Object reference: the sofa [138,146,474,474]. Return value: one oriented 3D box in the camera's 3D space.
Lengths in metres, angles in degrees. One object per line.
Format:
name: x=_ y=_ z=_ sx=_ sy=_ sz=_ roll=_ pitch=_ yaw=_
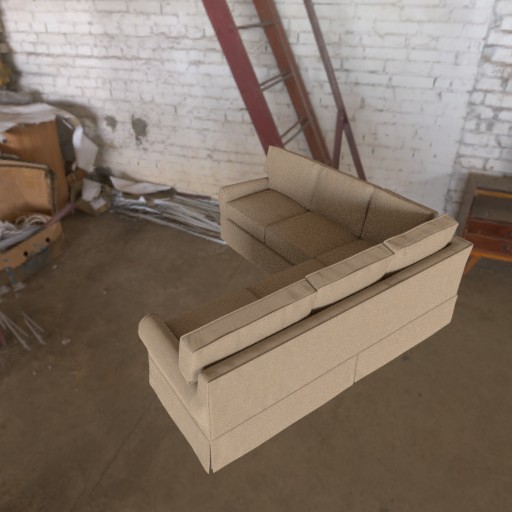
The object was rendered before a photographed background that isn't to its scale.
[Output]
sofa: x=0.000 y=0.000 z=4.262 sx=2.733 sy=1.124 sz=2.730 roll=-21 pitch=38 yaw=-29
